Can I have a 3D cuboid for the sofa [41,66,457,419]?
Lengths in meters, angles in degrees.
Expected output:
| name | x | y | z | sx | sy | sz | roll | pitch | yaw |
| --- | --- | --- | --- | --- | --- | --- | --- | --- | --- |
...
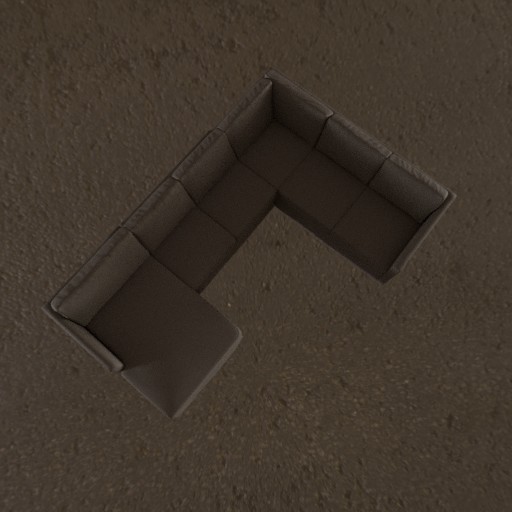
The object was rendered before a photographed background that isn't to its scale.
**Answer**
| name | x | y | z | sx | sy | sz | roll | pitch | yaw |
| --- | --- | --- | --- | --- | --- | --- | --- | --- | --- |
| sofa | 0.000 | 0.000 | 4.567 | 2.476 | 0.878 | 3.528 | 38 | 78 | 9 |
